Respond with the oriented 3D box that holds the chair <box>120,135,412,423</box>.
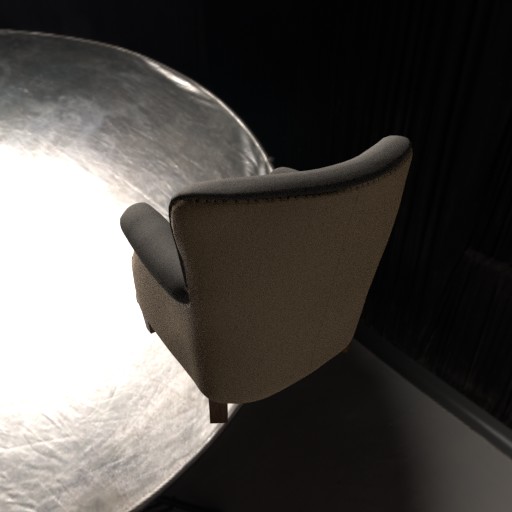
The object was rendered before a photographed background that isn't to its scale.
[{"bbox_3d":[0.000,0.000,1.682,0.861,0.936,0.921,-20,36,-30],"label":"chair"}]
